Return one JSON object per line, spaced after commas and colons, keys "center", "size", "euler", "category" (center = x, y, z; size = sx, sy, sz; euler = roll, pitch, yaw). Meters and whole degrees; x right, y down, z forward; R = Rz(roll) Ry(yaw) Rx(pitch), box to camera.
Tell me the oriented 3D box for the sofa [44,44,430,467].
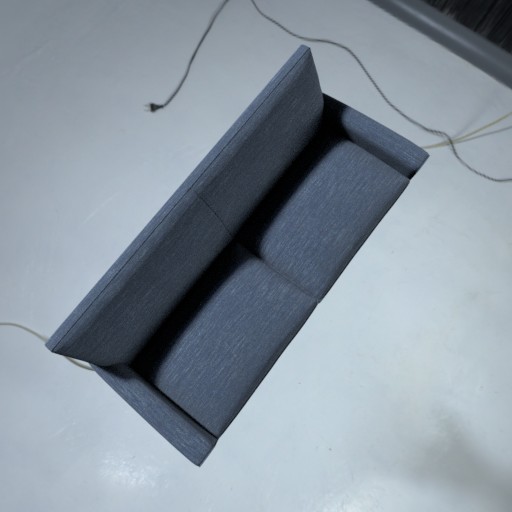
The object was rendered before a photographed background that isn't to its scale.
{"center": [0.000, 0.000, 2.433], "size": [0.875, 0.846, 1.976], "euler": [37, 80, 8], "category": "sofa"}
